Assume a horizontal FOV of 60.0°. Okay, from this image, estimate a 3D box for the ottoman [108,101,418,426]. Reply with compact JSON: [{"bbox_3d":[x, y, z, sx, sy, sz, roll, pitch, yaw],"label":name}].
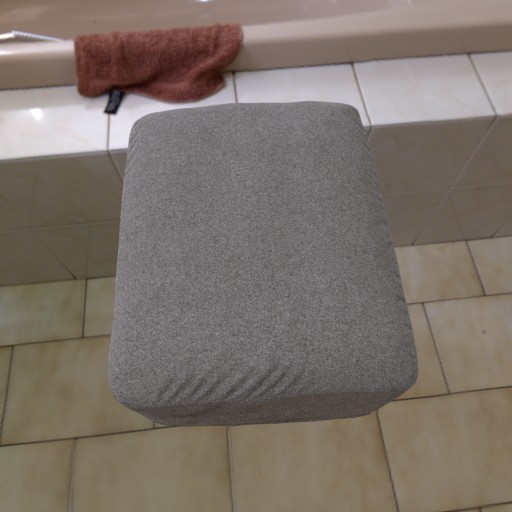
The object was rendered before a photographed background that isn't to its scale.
[{"bbox_3d":[0.000,0.000,1.226,0.683,0.481,0.837,-3,64,-2],"label":"ottoman"}]
